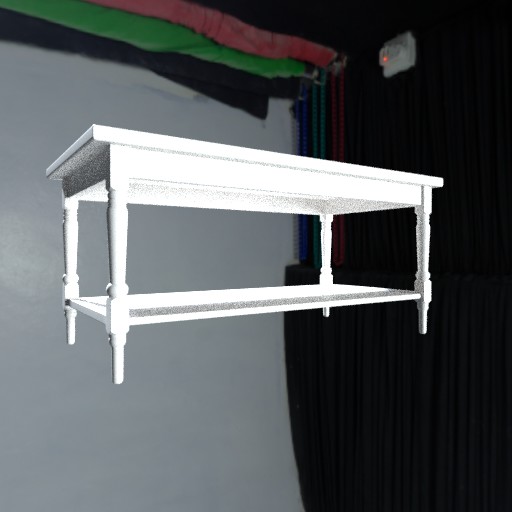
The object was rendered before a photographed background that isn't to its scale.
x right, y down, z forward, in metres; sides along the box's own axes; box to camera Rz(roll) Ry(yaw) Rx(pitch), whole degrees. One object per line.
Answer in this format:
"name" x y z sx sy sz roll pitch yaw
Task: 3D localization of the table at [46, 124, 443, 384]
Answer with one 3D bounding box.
"table" 0.000 0.000 1.375 1.107 0.510 0.550 0 1 -34
